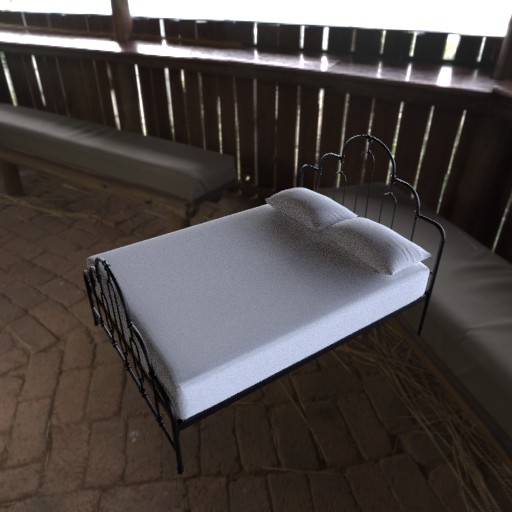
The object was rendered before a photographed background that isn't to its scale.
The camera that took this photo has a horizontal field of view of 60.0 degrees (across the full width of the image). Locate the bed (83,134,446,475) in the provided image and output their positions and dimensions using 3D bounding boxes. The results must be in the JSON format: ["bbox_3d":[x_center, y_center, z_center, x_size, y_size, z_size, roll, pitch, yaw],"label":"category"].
[{"bbox_3d":[0.000,0.000,3.292,2.181,1.444,1.626,-20,37,-29],"label":"bed"}]
